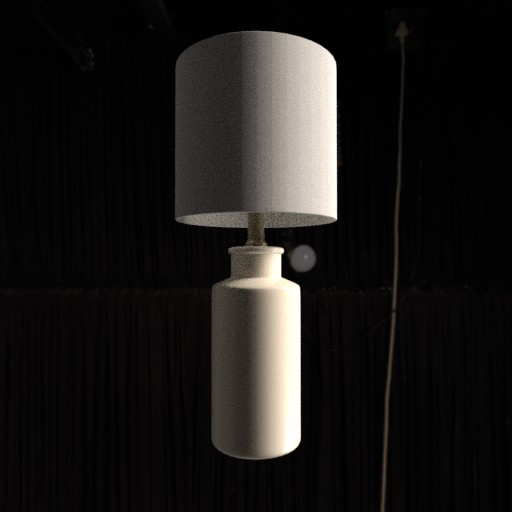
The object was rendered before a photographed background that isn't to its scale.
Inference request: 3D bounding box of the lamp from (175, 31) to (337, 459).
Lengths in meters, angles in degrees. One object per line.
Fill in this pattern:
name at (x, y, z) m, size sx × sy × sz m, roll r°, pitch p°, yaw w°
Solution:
lamp at (0.000, 0.000, 0.590) m, size 0.212 × 0.493 × 0.212 m, roll 0°, pitch -1°, yaw -1°
